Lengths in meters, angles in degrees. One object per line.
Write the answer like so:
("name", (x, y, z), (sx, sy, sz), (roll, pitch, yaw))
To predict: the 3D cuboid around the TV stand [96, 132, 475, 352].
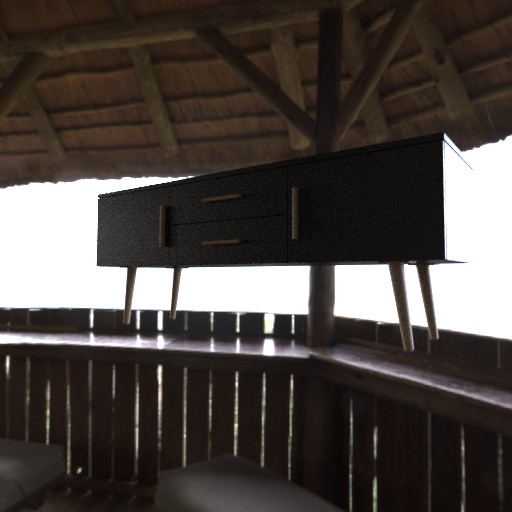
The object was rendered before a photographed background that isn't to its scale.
("TV stand", (0.000, 0.000, 1.526), (1.312, 0.518, 0.390), (-2, -3, 36))
